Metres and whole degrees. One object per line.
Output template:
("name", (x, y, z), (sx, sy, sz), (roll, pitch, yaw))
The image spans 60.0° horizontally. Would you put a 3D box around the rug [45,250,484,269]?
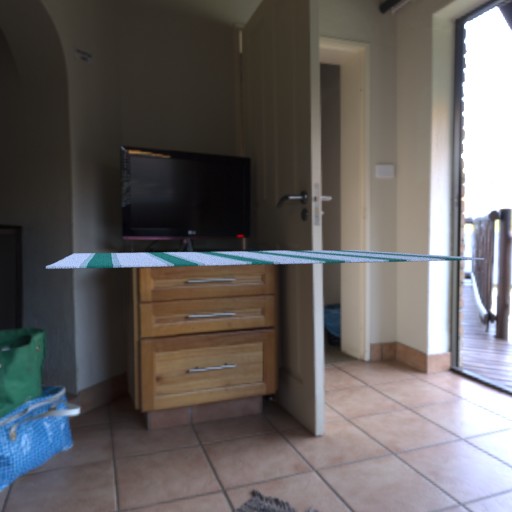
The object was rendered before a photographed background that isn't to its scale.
("rug", (0.000, 0.000, 3.039), (2.436, 0.015, 1.521), (-1, 3, -18))
